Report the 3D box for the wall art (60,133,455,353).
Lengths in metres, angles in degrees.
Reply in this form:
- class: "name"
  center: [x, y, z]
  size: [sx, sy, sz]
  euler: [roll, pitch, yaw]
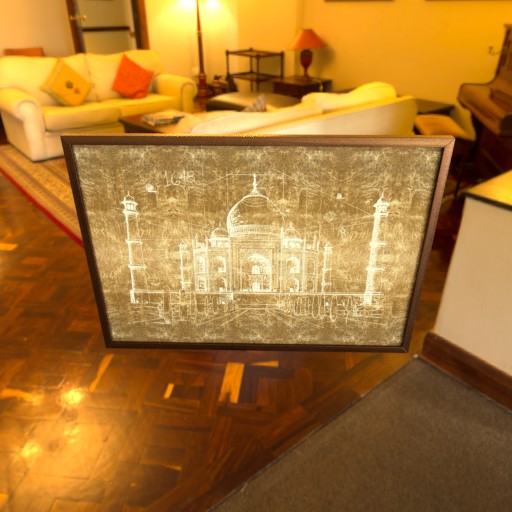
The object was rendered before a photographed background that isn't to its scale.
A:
- class: "wall art"
  center: [0.000, 0.000, 0.562]
  size: [0.431, 0.304, 0.012]
  euler: [1, 29, 1]
